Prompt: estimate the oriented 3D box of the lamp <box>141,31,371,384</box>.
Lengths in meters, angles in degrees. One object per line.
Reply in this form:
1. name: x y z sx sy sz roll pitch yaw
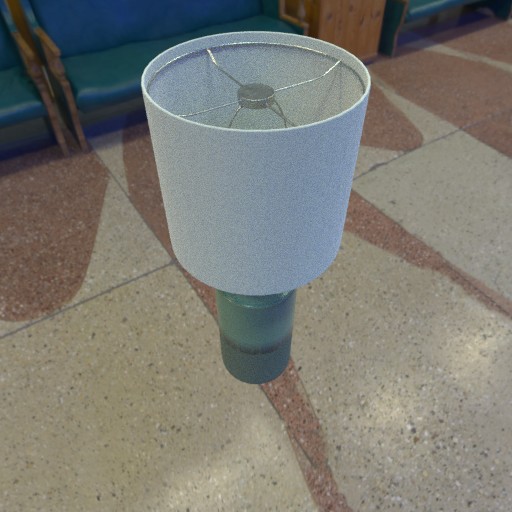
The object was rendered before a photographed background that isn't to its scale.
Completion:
1. lamp: 0.000 0.000 0.591 0.212 0.493 0.212 -24 50 -21
